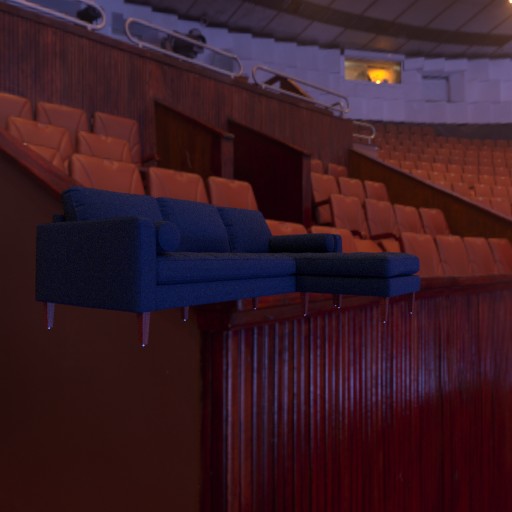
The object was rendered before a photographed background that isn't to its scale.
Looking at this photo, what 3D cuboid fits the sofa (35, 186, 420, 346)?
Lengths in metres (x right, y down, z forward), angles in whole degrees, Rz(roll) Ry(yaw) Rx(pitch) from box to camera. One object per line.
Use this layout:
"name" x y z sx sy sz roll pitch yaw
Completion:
"sofa" 0.000 0.000 2.962 1.613 0.841 2.185 0 0 36
